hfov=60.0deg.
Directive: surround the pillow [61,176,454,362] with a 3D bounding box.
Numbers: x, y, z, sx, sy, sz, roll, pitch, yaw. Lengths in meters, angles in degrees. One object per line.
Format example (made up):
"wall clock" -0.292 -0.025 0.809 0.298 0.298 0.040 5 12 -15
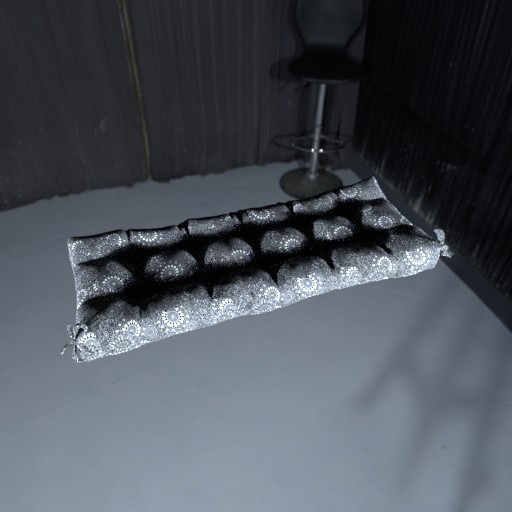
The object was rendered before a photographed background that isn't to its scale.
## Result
"pillow" 0.000 0.000 1.399 1.194 0.174 0.511 -13 43 -15
